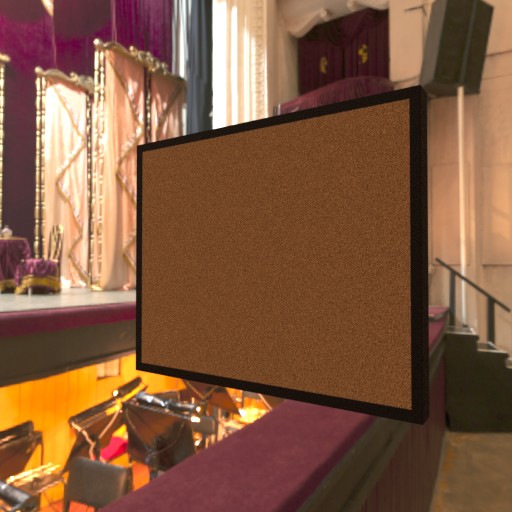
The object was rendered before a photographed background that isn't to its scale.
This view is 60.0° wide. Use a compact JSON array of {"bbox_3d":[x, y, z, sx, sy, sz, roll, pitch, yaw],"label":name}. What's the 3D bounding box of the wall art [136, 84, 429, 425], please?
[{"bbox_3d":[0.000,0.000,0.544,0.397,0.325,0.028,-1,-1,33],"label":"wall art"}]
